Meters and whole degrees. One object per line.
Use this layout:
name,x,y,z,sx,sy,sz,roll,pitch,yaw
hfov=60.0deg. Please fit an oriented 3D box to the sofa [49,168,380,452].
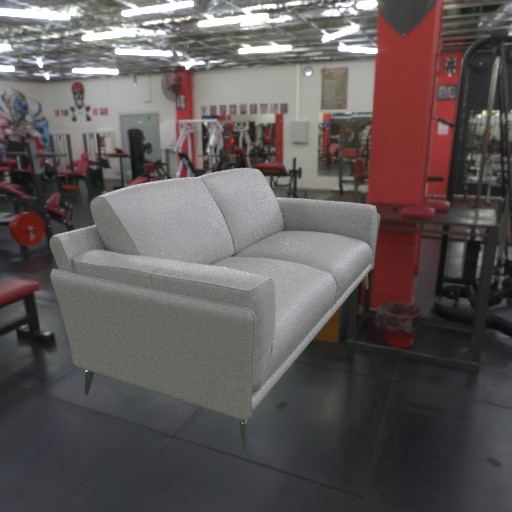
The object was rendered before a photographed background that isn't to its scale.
sofa,0.000,0.000,2.653,1.049,0.930,2.101,8,18,26
